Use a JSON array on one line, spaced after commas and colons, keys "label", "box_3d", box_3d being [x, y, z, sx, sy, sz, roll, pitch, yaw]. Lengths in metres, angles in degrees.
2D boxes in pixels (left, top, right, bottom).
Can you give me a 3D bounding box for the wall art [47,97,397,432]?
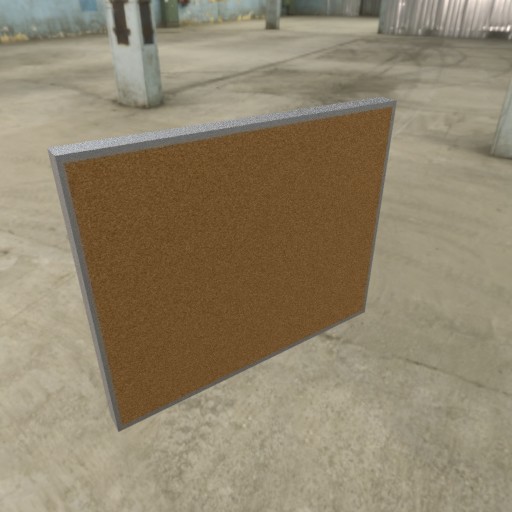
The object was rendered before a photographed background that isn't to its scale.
[{"label": "wall art", "box_3d": [0.000, 0.000, 0.745, 0.557, 0.450, 0.037, -19, 35, -29]}]
